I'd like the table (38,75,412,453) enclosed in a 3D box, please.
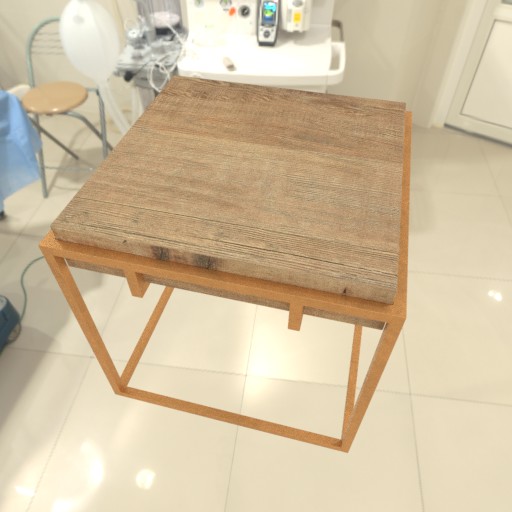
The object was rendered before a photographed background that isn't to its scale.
[{"bbox_3d":[0.000,0.000,1.079,0.599,0.584,0.599,11,48,10],"label":"table"}]
